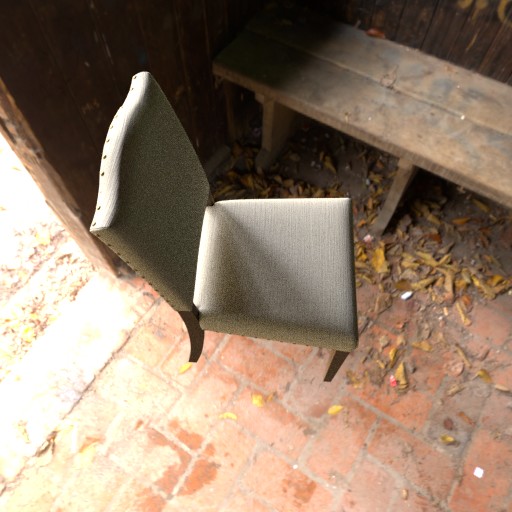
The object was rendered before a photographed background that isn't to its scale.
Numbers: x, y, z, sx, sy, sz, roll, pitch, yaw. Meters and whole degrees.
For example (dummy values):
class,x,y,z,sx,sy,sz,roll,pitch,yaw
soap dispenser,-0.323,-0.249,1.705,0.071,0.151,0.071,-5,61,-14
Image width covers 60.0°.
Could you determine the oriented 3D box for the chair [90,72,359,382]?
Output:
class,x,y,z,sx,sy,sz,roll,pitch,yaw
chair,0.000,0.000,1.343,0.619,1.015,0.508,3,62,2
